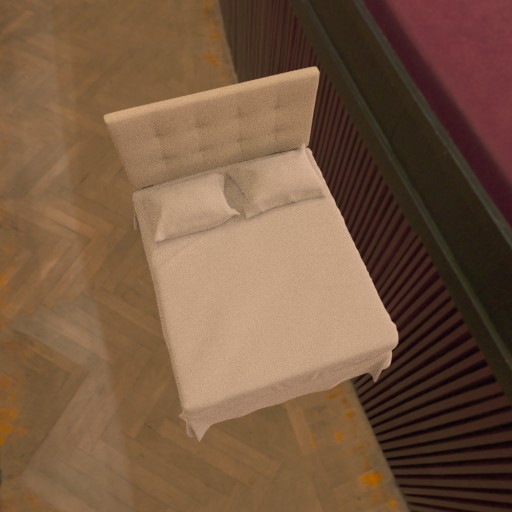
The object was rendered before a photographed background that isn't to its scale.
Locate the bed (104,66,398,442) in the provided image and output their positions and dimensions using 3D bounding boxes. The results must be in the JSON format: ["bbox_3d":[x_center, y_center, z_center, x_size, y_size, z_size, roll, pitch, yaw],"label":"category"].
[{"bbox_3d":[0.000,0.000,3.511,1.936,1.577,2.222,-16,65,-8],"label":"bed"}]
